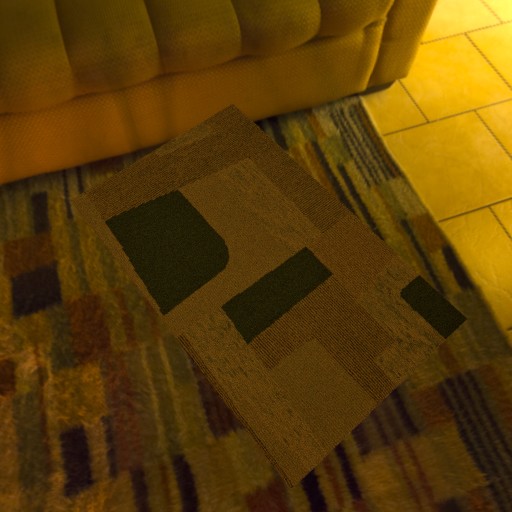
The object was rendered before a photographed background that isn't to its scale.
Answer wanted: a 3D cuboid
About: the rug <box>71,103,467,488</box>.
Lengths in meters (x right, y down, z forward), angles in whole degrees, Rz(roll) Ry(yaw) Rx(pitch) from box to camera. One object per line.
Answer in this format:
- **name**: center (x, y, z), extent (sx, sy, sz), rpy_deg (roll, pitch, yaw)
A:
- **rug**: center (0.000, 0.000, 3.049), extent (1.521, 0.015, 2.436), rpy_deg (-36, 69, -17)
